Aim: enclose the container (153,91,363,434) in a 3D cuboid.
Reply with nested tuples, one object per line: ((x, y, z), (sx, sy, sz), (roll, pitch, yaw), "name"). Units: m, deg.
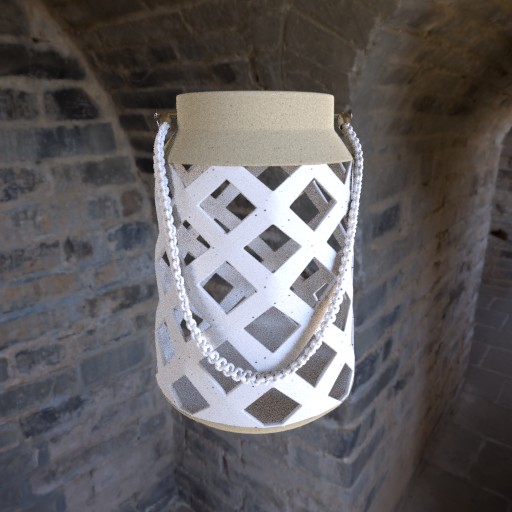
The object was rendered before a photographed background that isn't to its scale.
((0.000, 0.000, 0.388), (0.188, 0.264, 0.198), (-2, 17, -8), "container")
